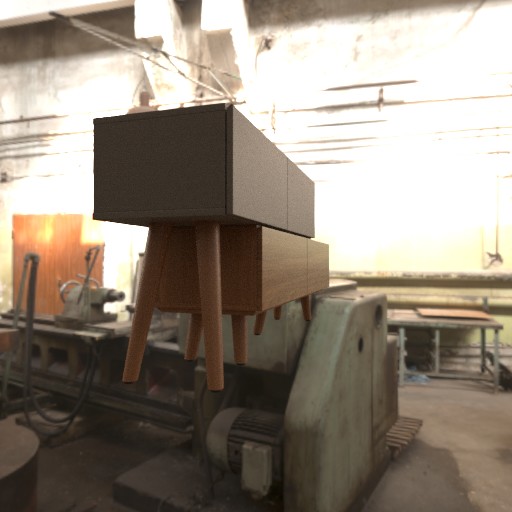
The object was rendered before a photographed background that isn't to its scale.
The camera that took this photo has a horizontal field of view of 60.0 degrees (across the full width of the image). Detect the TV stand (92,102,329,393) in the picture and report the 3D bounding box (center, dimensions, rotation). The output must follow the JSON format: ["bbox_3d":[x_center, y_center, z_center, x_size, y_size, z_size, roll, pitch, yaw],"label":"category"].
[{"bbox_3d":[0.000,0.000,1.556,0.329,0.591,1.336,0,-1,18],"label":"TV stand"}]
